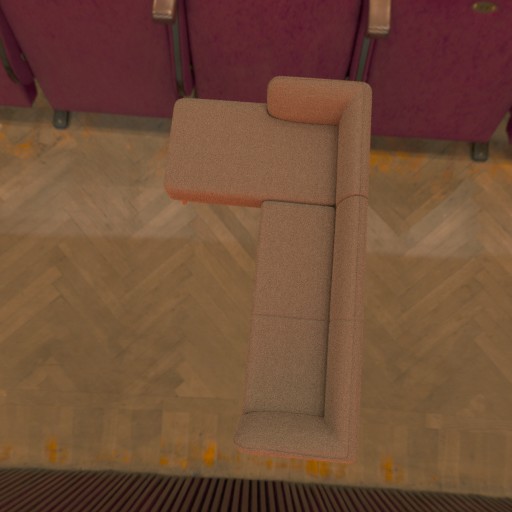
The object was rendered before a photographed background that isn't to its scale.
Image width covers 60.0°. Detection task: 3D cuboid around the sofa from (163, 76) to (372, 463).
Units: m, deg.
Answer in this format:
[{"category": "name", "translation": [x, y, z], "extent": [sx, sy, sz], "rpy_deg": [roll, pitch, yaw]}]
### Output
[{"category": "sofa", "translation": [0.000, 0.000, 3.327], "extent": [1.532, 0.693, 2.653], "rpy_deg": [5, 78, 1]}]
